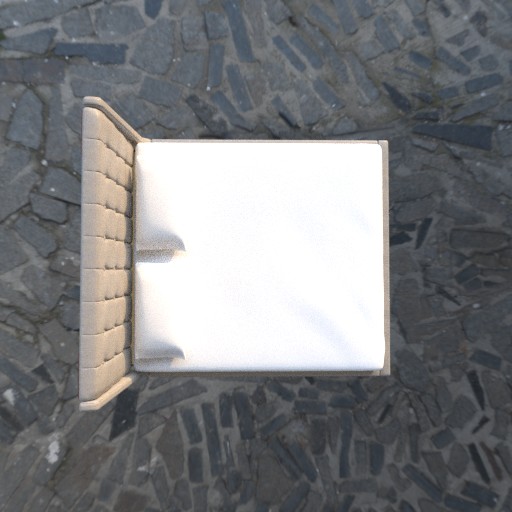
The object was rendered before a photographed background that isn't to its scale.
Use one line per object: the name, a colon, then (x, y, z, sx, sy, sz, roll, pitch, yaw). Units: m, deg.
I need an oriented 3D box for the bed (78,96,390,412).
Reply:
bed: (0.000, 0.000, 3.531, 2.342, 1.289, 2.062, 0, 88, -1)
